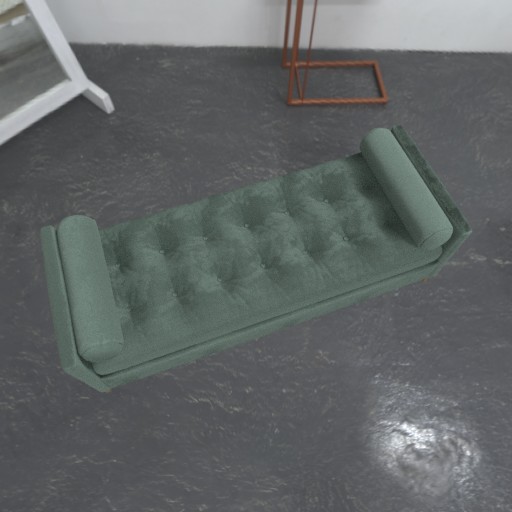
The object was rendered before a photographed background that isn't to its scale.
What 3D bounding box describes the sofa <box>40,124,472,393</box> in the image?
[{"bbox_3d":[0.000,0.000,2.516,2.102,0.705,0.796,-18,64,-9],"label":"sofa"}]
